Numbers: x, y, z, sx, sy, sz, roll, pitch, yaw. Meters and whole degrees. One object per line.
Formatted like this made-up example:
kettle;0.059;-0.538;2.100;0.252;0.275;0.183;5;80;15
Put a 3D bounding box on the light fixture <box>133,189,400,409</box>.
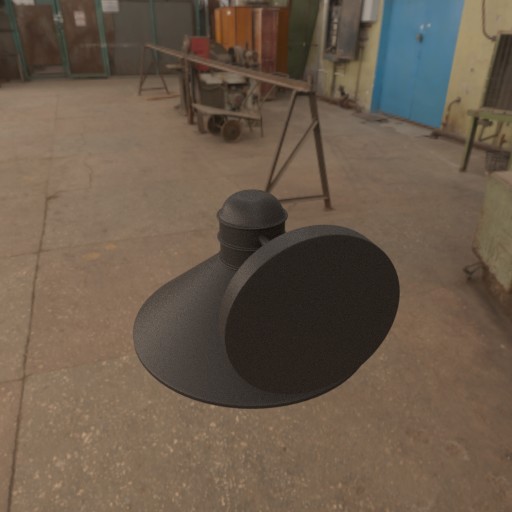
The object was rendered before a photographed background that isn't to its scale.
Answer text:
light fixture;0.000;0.000;0.680;0.396;0.265;0.434;-9;29;-16
